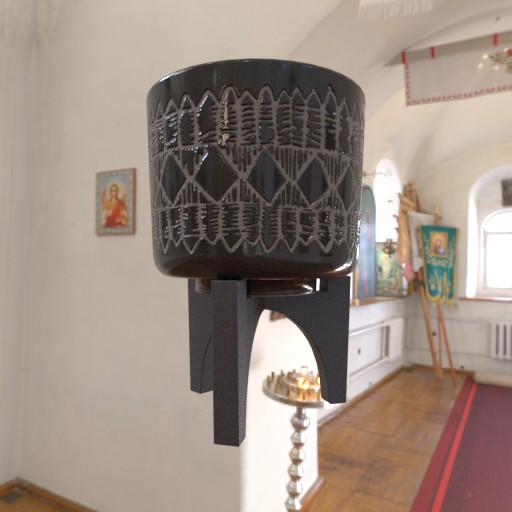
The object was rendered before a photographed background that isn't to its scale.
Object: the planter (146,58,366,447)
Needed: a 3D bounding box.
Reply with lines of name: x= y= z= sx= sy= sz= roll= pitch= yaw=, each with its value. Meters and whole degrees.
planter: x=0.000 y=0.000 z=0.520 sx=0.251 sy=0.355 sz=0.251 roll=0 pitch=-1 yaw=-15
